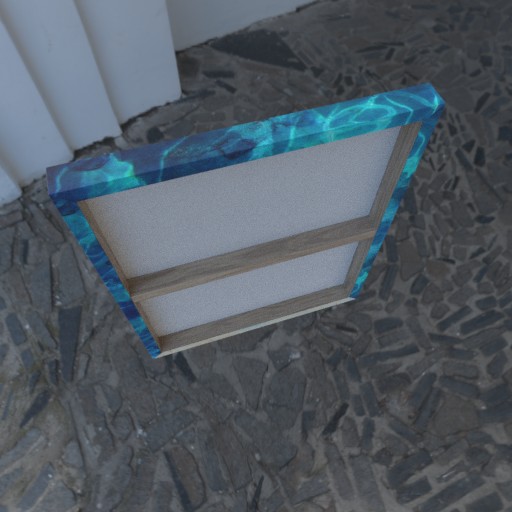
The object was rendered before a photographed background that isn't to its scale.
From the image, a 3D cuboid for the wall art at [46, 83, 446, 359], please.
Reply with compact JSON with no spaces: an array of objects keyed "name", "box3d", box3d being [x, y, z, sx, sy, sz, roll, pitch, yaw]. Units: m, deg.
[{"name":"wall art","box3d":[0.000,0.000,0.688,0.432,0.508,0.038,-15,60,-9]}]
